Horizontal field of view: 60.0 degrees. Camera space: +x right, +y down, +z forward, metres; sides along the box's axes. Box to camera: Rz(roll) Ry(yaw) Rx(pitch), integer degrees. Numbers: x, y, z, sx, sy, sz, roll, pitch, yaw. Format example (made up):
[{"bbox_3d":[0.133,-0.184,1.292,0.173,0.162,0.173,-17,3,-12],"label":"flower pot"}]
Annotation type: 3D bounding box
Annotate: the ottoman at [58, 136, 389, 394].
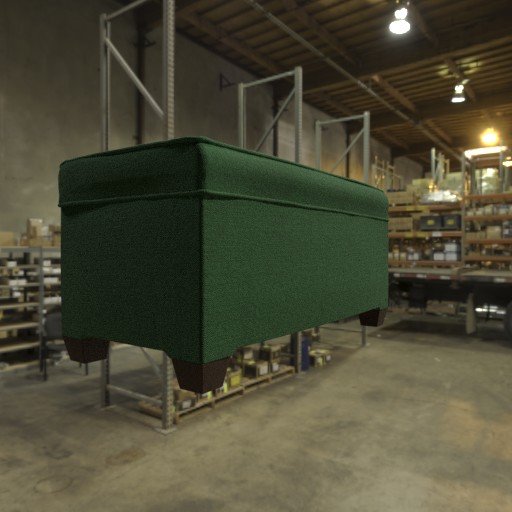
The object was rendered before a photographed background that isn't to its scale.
[{"bbox_3d":[0.000,0.000,1.251,0.483,0.471,0.957,1,1,36],"label":"ottoman"}]
